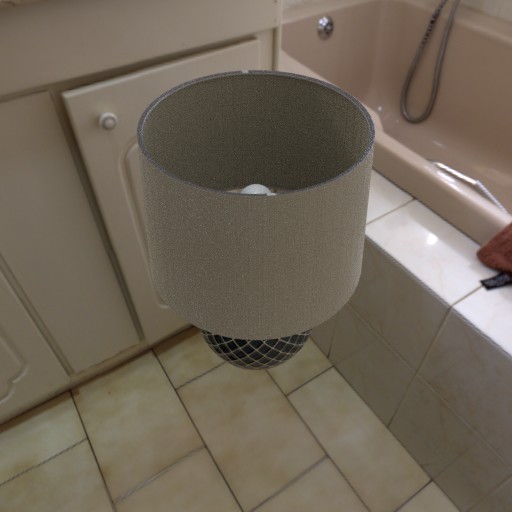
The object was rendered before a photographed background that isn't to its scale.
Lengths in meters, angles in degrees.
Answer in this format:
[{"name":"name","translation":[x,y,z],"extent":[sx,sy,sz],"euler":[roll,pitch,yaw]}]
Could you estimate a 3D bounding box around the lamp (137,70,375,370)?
[{"name":"lamp","translation":[0.000,0.000,0.808],"extent":[0.376,0.540,0.376],"euler":[0,47,0]}]
